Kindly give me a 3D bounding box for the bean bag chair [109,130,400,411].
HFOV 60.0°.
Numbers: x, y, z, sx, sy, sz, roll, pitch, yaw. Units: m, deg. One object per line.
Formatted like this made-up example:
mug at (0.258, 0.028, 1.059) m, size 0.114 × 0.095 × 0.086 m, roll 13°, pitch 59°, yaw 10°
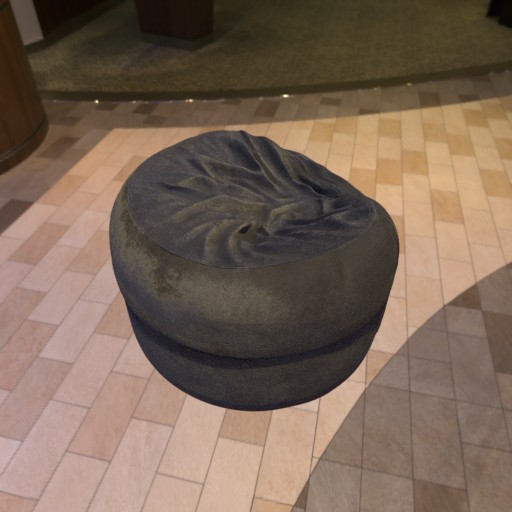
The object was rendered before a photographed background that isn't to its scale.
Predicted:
bean bag chair at (0.000, 0.000, 1.502) m, size 0.918 × 0.605 × 0.918 m, roll 0°, pitch 41°, yaw 0°
